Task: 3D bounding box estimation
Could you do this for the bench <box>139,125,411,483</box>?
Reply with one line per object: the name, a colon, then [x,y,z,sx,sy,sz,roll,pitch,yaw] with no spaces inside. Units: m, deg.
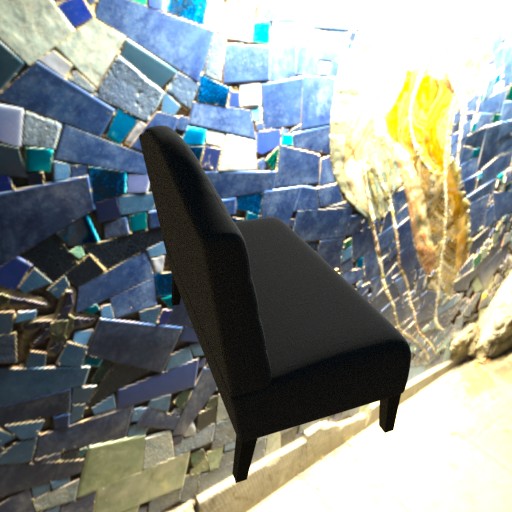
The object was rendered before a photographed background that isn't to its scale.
bench: [0.000,0.000,2.029,0.815,1.180,1.335,-10,30,-18]
